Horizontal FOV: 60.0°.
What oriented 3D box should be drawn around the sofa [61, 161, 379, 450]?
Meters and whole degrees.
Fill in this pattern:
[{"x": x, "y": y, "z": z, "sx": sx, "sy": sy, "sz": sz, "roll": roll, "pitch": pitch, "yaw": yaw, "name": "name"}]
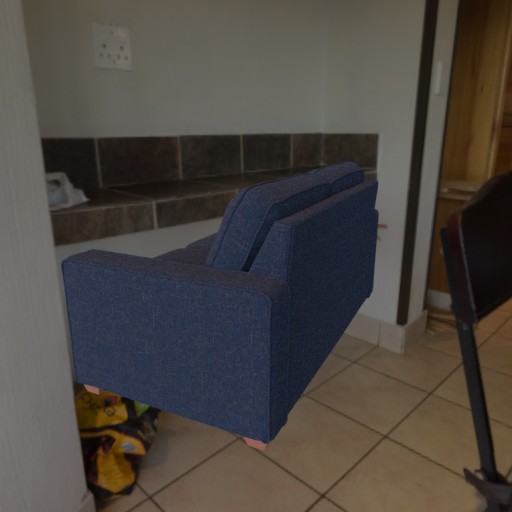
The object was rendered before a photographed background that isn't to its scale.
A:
[{"x": 0.000, "y": 0.000, "z": 2.325, "sx": 0.947, "sy": 0.918, "sz": 1.709, "roll": 8, "pitch": 18, "yaw": 25, "name": "sofa"}]
